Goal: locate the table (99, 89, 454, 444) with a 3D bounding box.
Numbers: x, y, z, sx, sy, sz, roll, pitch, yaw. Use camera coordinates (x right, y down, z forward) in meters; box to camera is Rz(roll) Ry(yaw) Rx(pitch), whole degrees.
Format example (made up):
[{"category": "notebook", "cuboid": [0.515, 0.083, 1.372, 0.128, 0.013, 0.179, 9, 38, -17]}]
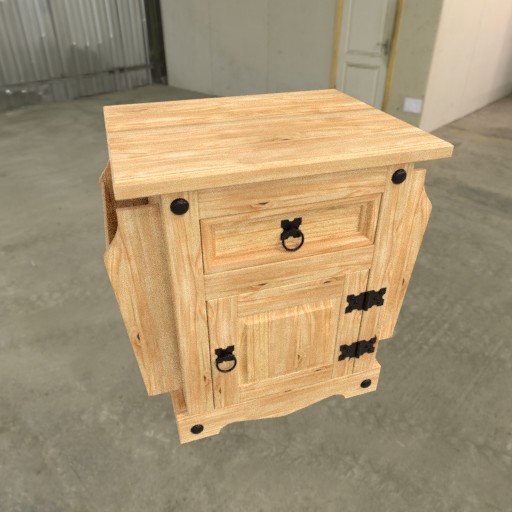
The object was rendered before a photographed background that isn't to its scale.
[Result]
[{"category": "table", "cuboid": [0.000, 0.000, 0.860, 0.530, 0.515, 0.380, -10, 34, -15]}]
